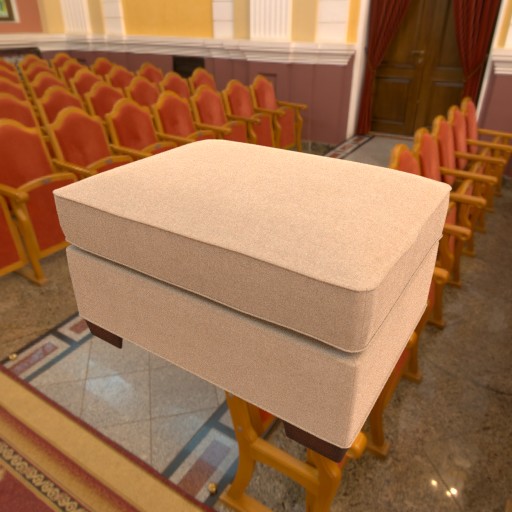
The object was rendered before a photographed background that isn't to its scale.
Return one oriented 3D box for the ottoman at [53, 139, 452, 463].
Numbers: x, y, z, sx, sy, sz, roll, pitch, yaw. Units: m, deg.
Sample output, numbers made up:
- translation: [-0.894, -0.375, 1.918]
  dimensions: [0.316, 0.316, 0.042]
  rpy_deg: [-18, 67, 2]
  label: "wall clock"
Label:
- translation: [0.000, 0.000, 1.221]
  dimensions: [0.846, 0.503, 0.617]
  rpy_deg: [17, 33, 29]
  label: "ottoman"
